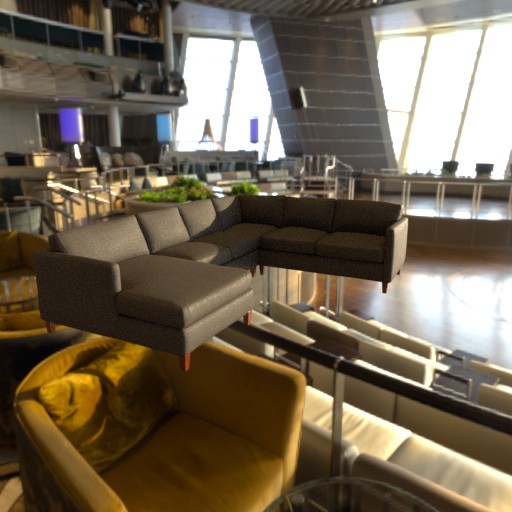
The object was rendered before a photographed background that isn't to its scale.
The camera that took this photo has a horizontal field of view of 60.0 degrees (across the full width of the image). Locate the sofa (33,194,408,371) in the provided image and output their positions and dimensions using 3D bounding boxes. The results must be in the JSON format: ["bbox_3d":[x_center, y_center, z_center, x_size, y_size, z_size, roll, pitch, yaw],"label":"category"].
[{"bbox_3d":[0.000,0.000,4.739,2.594,0.961,3.460,7,16,27],"label":"sofa"}]
